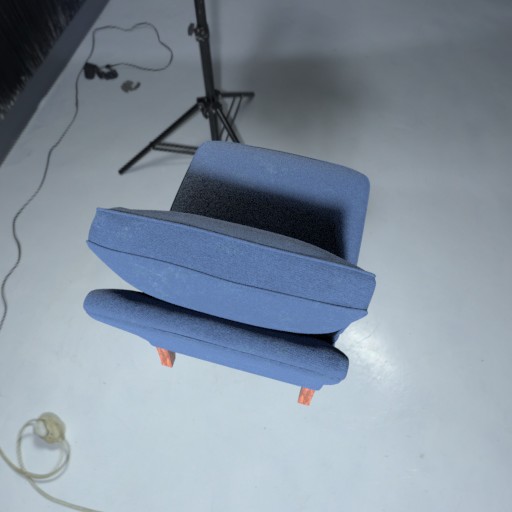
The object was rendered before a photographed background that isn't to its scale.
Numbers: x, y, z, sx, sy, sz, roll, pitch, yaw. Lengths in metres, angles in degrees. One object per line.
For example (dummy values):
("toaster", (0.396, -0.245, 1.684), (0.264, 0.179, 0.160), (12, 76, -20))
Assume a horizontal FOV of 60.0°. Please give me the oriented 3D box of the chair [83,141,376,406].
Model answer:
("chair", (0.000, 0.000, 1.618), (0.724, 1.052, 0.912), (14, 63, 7))
